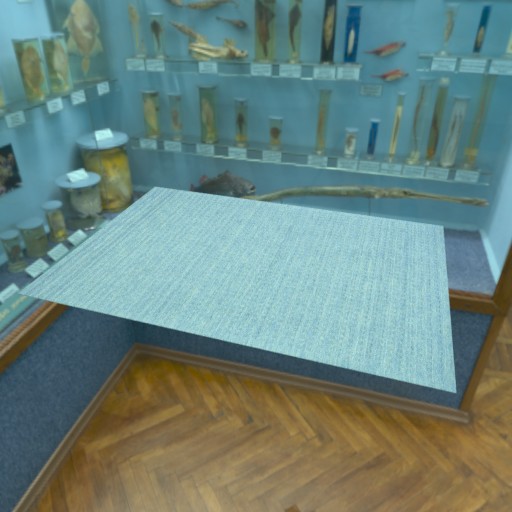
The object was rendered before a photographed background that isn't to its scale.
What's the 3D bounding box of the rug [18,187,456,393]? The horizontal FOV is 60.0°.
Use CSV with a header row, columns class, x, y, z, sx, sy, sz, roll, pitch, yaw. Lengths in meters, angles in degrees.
class,x,y,z,sx,sy,sz,roll,pitch,yaw
rug,0.000,0.000,3.554,2.895,0.006,1.982,10,33,15
